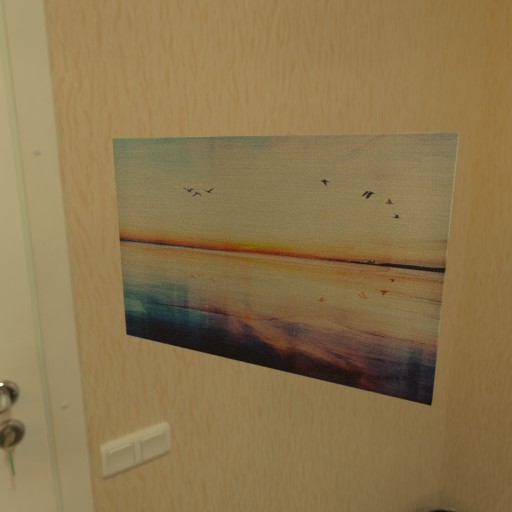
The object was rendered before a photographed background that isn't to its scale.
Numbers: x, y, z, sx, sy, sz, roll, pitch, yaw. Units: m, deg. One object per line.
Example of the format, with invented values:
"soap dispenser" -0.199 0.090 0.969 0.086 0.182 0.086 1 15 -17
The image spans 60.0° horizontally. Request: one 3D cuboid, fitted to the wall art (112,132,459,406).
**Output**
"wall art" 0.000 0.000 0.767 0.604 0.402 0.018 6 15 26
